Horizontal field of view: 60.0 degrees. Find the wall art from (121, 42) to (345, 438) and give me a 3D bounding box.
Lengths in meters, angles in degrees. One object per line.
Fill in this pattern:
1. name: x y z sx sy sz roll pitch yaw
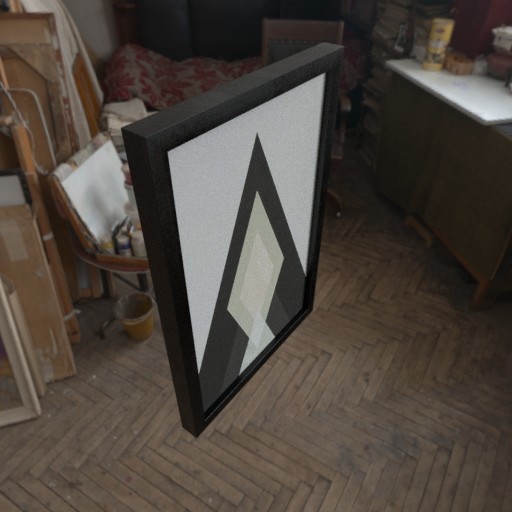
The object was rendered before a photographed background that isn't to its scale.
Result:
1. wall art: 0.000 0.000 0.586 0.031 0.457 0.313 26 47 28
